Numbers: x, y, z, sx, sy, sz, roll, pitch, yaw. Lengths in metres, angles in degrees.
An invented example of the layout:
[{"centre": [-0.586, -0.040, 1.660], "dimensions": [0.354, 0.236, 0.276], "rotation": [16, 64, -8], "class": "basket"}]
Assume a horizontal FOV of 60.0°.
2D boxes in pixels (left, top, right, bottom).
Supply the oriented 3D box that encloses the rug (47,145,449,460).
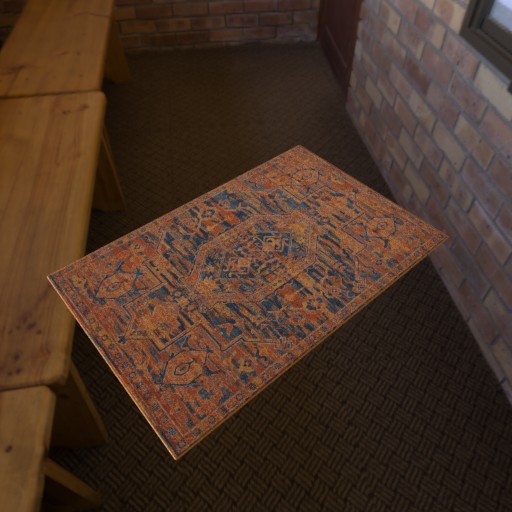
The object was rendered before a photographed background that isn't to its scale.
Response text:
[{"centre": [0.000, 0.000, 2.294], "dimensions": [1.758, 0.013, 1.148], "rotation": [-32, 55, -26], "class": "rug"}]
